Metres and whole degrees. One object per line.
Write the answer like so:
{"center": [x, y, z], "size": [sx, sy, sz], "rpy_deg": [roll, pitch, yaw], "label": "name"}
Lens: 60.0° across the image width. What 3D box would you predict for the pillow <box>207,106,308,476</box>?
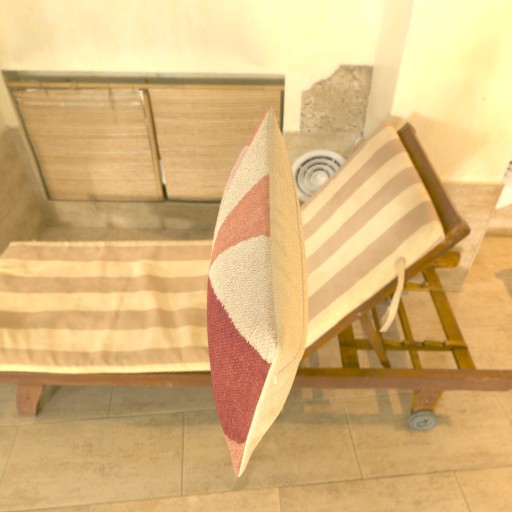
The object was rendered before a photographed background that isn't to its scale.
{"center": [0.000, 0.000, 0.751], "size": [0.155, 0.292, 0.609], "rpy_deg": [0, 41, 1], "label": "pillow"}
